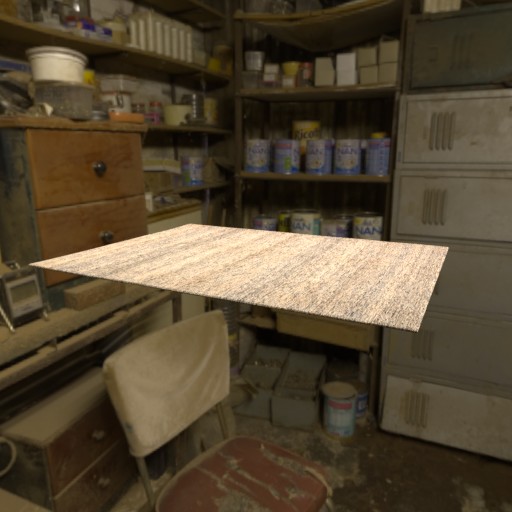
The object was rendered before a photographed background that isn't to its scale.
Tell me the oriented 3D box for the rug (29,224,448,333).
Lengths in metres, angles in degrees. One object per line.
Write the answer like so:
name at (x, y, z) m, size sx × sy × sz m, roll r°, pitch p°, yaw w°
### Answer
rug at (0.000, 0.000, 4.185) m, size 3.199 × 0.036 × 2.414 m, roll 7°, pitch 15°, yaw 26°
